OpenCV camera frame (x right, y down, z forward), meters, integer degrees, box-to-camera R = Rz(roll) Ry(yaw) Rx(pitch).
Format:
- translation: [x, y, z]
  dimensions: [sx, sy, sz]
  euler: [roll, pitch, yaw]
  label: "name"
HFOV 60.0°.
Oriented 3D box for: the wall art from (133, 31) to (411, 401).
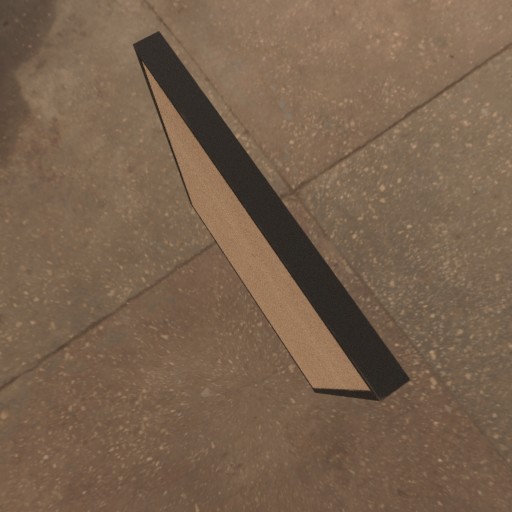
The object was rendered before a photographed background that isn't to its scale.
- translation: [0.000, 0.000, 0.742]
  dimensions: [0.038, 0.508, 0.508]
  euler: [-32, 76, -9]
  label: "wall art"
